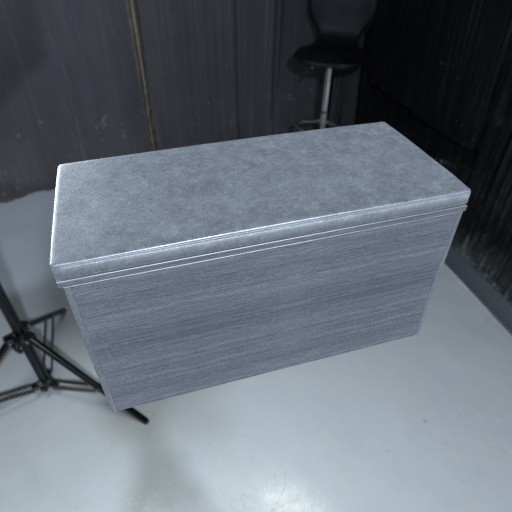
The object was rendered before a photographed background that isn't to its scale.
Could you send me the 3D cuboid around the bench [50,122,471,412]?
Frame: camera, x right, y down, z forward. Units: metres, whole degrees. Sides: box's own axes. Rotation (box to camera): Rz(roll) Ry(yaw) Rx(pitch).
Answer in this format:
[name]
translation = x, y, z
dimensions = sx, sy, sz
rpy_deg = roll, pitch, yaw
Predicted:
[bench]
translation = 0.000, 0.000, 1.205
dimensions = 0.905, 0.501, 0.401
rpy_deg = -11, 42, -13
